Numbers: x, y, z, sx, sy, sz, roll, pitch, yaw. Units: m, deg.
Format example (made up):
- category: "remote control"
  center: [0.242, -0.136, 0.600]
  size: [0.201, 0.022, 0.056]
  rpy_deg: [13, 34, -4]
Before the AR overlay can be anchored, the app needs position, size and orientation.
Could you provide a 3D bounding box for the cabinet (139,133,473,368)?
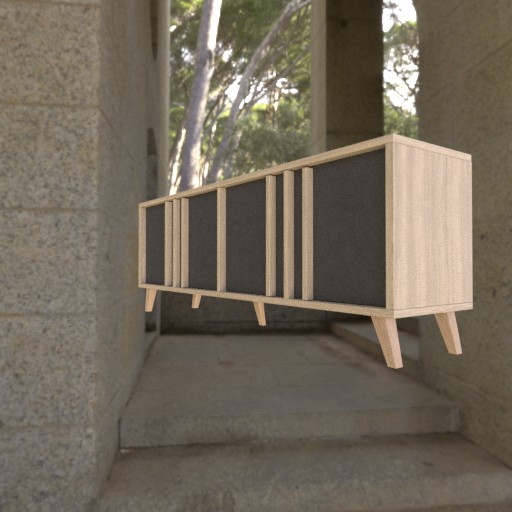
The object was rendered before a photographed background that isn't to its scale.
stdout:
- category: "cabinet"
  center: [0.000, 0.000, 2.479]
  size: [0.499, 0.779, 2.198]
  rpy_deg: [1, -1, -36]
